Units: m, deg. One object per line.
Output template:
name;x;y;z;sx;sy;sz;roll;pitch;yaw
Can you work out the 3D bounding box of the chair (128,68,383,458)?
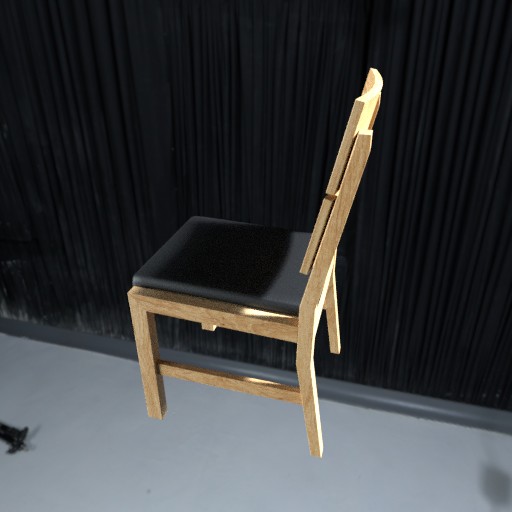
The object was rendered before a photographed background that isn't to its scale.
chair;0.000;0.000;1.256;0.569;0.950;0.475;8;30;14
